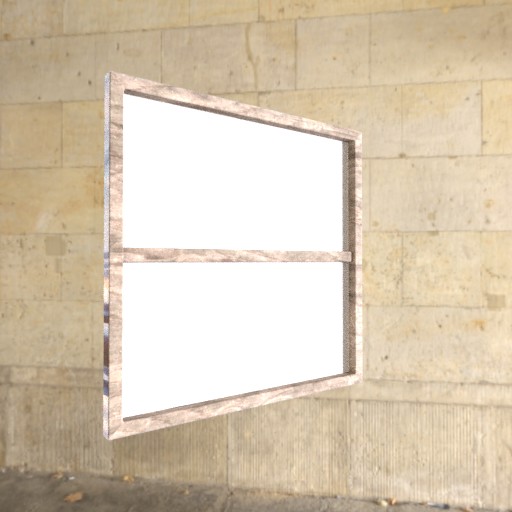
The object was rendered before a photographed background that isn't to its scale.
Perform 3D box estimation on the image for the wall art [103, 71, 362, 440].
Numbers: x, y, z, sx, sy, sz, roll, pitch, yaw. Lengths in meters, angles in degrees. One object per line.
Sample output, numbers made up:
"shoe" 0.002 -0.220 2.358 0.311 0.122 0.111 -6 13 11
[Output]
"wall art" 0.000 0.000 1.119 0.747 0.747 0.035 1 -1 -35
